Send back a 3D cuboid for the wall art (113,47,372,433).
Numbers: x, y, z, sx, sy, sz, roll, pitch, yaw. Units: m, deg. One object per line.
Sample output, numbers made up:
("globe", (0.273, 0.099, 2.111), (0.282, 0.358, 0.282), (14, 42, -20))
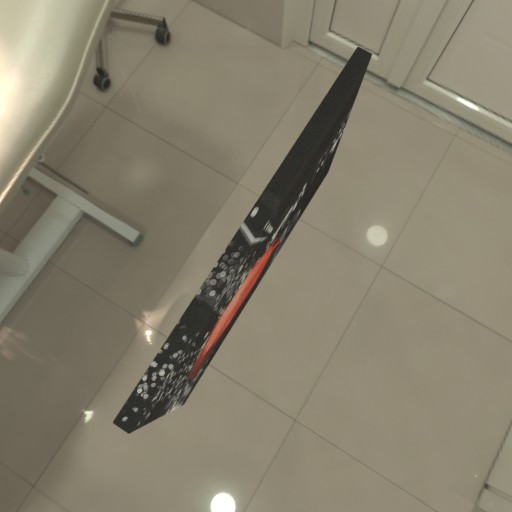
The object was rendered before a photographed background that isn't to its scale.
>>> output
("wall art", (0.000, 0.000, 1.171), (0.038, 0.609, 0.914), (31, 78, 7))
